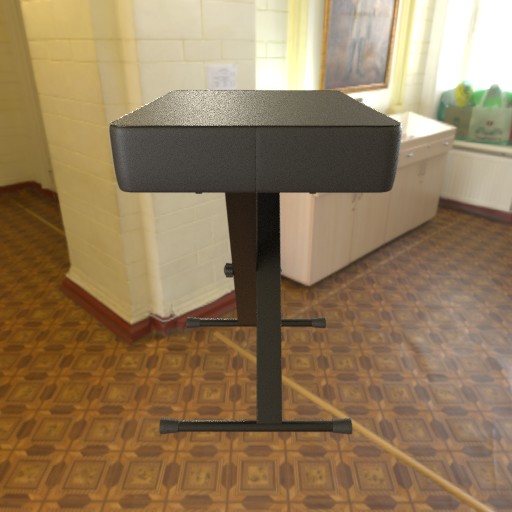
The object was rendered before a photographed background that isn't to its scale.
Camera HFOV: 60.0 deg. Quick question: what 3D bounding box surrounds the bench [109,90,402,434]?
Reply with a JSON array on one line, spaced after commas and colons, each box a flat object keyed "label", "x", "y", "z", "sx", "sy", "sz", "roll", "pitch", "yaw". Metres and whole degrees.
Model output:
[{"label": "bench", "x": 0.000, "y": 0.000, "z": 0.761, "sx": 0.321, "sy": 0.500, "sz": 0.424, "roll": 0, "pitch": 25, "yaw": 0}]
